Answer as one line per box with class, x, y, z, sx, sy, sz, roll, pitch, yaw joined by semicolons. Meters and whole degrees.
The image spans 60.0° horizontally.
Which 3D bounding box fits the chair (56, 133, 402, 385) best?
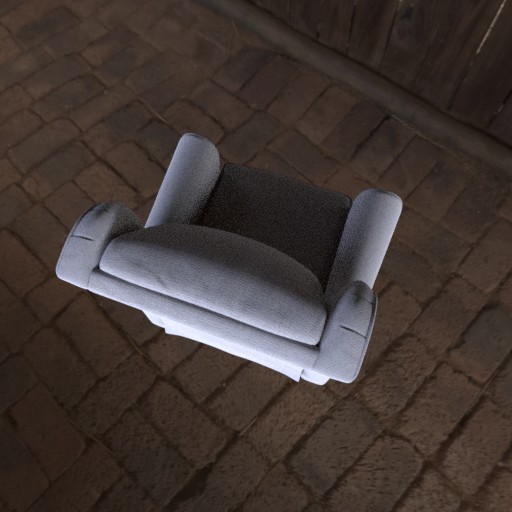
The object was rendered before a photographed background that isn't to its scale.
chair;0.000;0.000;1.630;0.906;0.966;0.854;18;66;9
